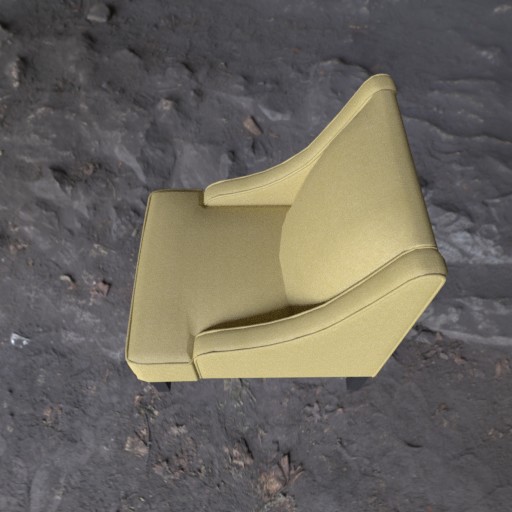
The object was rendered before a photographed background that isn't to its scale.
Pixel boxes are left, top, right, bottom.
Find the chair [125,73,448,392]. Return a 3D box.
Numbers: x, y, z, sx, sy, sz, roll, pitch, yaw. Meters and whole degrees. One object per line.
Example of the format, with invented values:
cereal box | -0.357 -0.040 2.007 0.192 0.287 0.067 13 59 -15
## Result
chair | 0.000 0.000 1.467 0.814 0.896 0.696 -1 58 0
